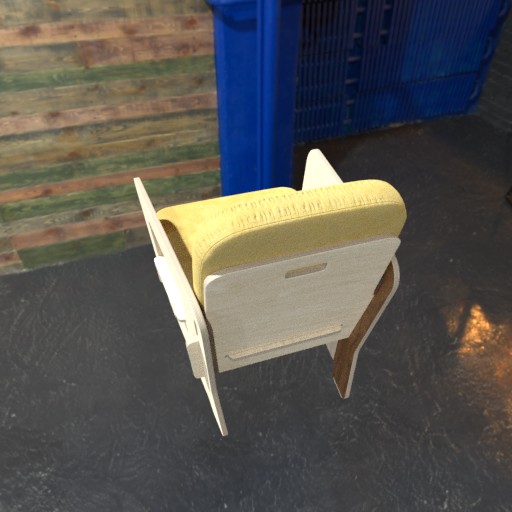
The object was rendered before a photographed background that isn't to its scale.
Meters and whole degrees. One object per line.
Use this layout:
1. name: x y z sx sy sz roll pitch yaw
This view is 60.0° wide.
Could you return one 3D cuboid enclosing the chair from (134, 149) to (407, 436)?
1. chair: 0.000 0.000 1.305 0.590 0.800 0.710 -12 42 -14
